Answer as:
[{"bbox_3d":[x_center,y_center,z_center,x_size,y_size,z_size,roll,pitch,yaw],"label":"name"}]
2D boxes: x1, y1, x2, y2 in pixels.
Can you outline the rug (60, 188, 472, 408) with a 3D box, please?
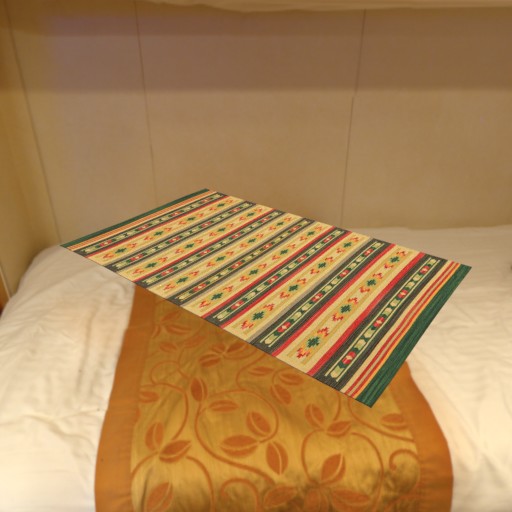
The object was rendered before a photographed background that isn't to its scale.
[{"bbox_3d":[0.000,0.000,3.075,2.447,0.011,1.520,21,35,33],"label":"rug"}]
